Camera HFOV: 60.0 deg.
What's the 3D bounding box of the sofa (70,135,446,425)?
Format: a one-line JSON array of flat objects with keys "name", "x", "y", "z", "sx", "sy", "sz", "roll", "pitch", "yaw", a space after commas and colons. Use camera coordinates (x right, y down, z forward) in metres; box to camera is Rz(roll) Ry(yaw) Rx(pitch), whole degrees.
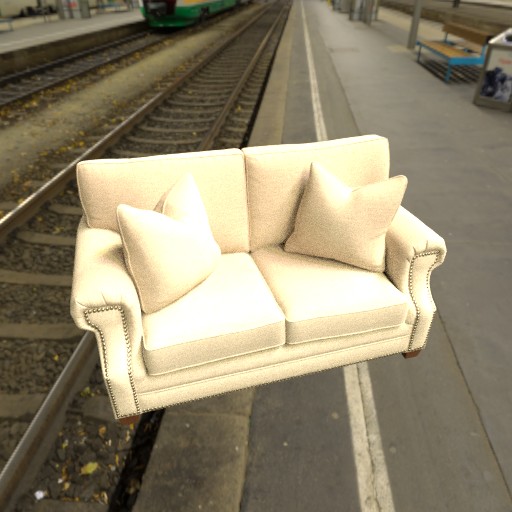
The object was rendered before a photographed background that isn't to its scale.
[{"name": "sofa", "x": 0.000, "y": 0.000, "z": 2.236, "sx": 1.701, "sy": 0.966, "sz": 0.966, "roll": -9, "pitch": 33, "yaw": -14}]
